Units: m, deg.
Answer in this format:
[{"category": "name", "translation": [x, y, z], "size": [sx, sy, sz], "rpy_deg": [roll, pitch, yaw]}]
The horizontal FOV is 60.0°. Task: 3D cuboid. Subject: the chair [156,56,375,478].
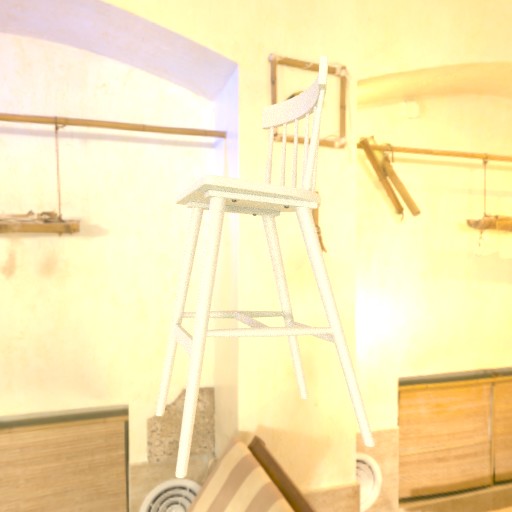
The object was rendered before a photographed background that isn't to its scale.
[{"category": "chair", "translation": [0.000, 0.000, 1.390], "size": [0.572, 1.092, 0.483], "rpy_deg": [0, 0, -19]}]
